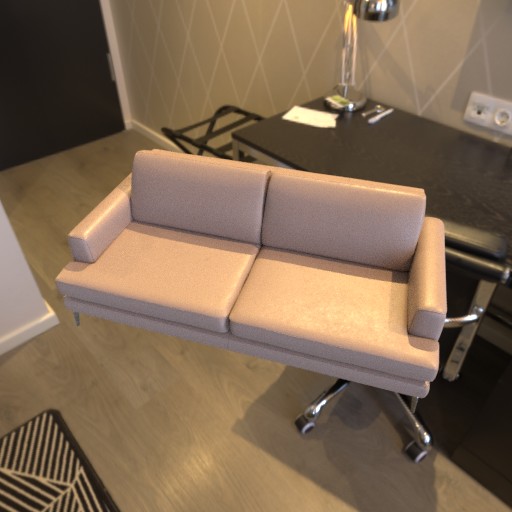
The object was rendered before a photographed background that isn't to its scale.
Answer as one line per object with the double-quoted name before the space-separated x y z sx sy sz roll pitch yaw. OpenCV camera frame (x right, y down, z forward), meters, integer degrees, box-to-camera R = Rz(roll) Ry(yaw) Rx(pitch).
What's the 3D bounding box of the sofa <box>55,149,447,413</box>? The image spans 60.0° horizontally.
"sofa" 0.000 0.000 2.440 1.940 0.765 0.974 11 42 13
